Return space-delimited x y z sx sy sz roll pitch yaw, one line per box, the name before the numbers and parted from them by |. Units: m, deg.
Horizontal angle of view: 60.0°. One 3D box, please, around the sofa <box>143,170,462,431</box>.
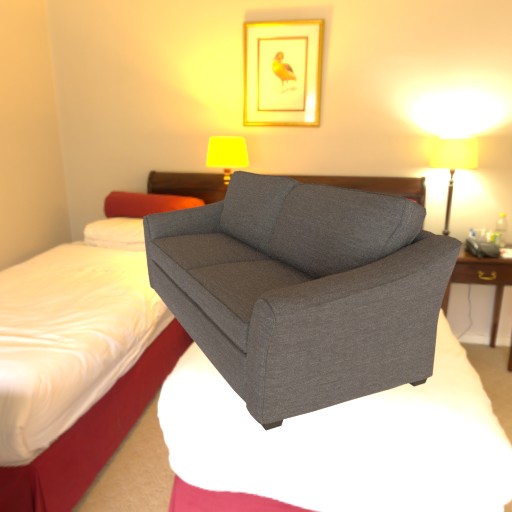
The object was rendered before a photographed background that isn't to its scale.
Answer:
sofa | 0.000 0.000 2.787 0.971 0.950 2.270 -7 16 -25
